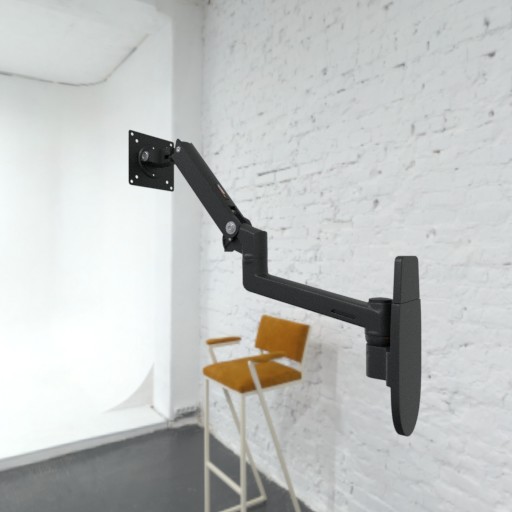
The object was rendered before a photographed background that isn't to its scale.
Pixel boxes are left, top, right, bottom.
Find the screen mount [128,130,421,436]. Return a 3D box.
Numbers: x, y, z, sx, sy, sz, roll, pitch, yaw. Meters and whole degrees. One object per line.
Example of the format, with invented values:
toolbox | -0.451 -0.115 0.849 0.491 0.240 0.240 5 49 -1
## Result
screen mount | 0.000 0.000 0.721 0.495 0.466 0.115 0 0 35
